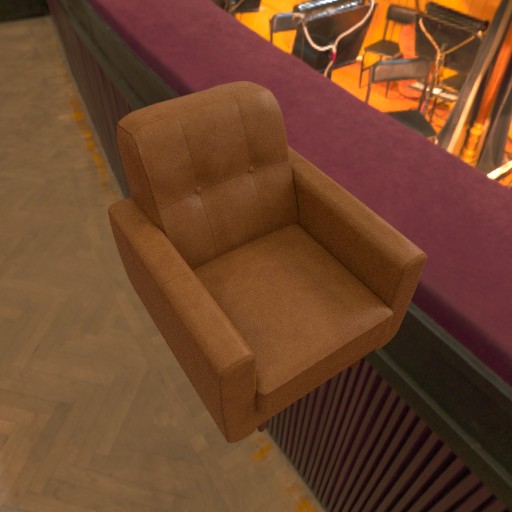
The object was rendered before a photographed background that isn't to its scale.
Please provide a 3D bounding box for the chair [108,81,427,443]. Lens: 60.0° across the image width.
[{"bbox_3d":[0.000,0.000,1.711,0.845,0.968,0.942,-26,51,-23],"label":"chair"}]
